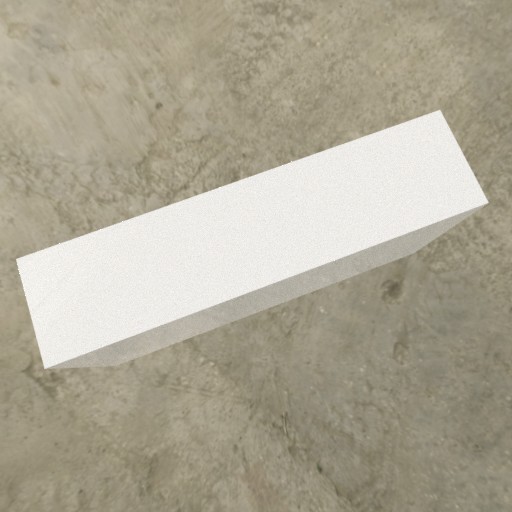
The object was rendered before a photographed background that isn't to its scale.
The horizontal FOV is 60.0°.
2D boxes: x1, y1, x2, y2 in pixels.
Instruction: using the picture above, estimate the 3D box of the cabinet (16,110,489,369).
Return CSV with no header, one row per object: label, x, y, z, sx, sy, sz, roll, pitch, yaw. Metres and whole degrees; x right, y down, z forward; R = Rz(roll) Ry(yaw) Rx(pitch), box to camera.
cabinet,0.000,0.000,1.969,1.650,0.800,0.400,-20,78,-5
